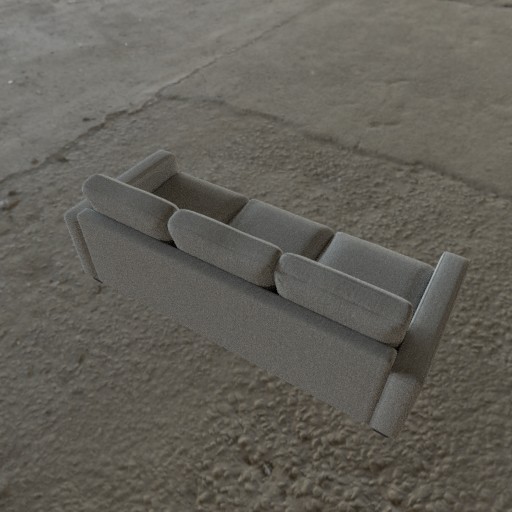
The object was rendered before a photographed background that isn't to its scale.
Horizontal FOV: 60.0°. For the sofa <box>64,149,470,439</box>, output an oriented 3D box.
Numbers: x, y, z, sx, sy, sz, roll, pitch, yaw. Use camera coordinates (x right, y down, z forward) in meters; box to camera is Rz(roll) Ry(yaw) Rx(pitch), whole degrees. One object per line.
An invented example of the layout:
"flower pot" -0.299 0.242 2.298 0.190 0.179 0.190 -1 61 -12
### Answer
"sofa" 0.000 0.000 2.552 2.120 0.800 0.900 23 49 22
